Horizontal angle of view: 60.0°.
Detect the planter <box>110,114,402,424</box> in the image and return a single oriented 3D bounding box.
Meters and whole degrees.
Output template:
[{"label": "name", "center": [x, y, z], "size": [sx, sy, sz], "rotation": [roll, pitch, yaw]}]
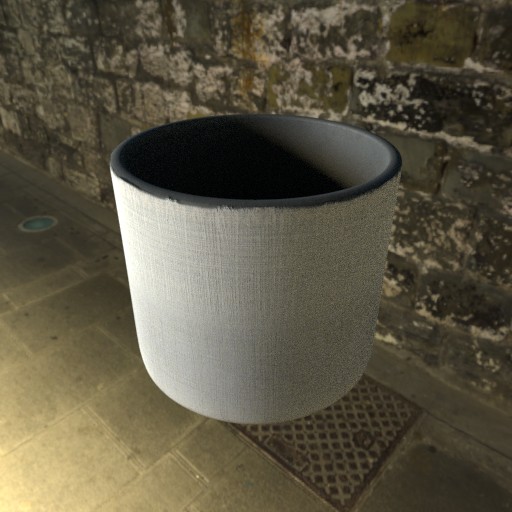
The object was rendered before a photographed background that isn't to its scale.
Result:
[{"label": "planter", "center": [0.000, 0.000, 0.399], "size": [0.226, 0.201, 0.226], "rotation": [0, 31, 0]}]
